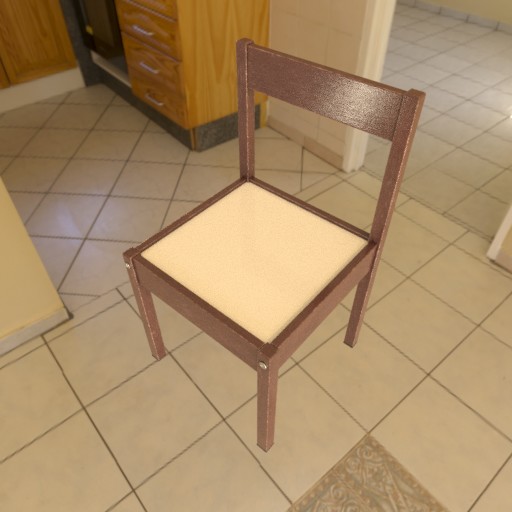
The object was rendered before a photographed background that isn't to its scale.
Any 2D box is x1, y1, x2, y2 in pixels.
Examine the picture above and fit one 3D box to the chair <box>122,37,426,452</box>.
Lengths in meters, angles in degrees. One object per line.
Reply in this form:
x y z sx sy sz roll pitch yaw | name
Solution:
0.000 0.000 0.682 0.285 0.505 0.285 31 52 27 | chair
